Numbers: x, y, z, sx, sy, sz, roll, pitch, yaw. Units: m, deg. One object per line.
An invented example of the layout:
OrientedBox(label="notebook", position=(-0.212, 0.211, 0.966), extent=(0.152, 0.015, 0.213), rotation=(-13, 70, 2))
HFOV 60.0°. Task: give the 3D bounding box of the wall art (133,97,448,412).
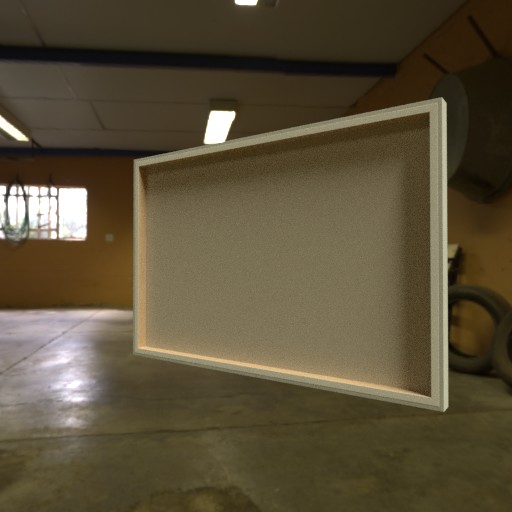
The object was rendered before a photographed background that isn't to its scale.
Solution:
OrientedBox(label="wall art", position=(0.000, 0.000, 1.139), extent=(0.915, 0.610, 0.038), rotation=(-1, -1, 35))
